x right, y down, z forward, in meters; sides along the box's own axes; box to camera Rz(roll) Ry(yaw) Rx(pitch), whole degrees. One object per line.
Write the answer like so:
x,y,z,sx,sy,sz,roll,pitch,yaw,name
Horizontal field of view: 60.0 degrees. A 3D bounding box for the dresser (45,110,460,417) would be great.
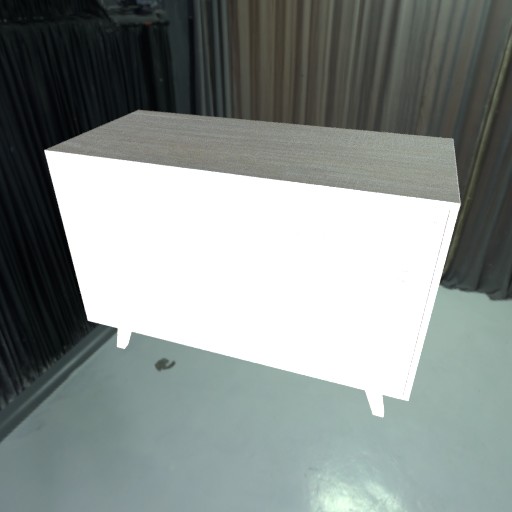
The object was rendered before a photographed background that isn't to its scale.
0.000,0.000,1.520,1.110,0.780,0.500,10,33,16,dresser
